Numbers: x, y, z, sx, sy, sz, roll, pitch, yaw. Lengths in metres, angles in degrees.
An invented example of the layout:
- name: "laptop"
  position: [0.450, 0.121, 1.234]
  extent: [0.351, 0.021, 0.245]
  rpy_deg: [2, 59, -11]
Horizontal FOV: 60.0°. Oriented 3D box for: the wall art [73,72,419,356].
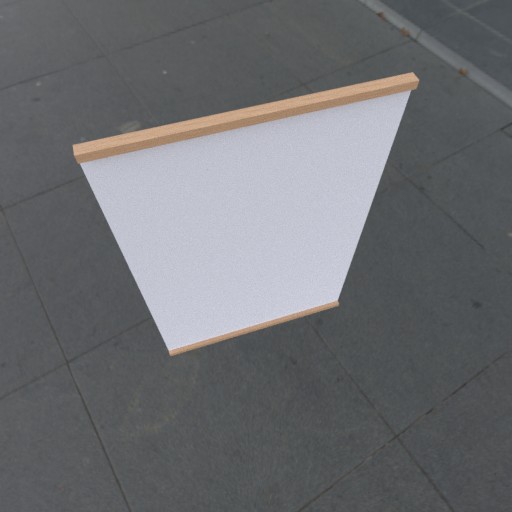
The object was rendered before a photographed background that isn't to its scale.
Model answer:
- name: "wall art"
  position: [0.000, 0.000, 0.755]
  extent: [0.401, 0.611, 0.016]
  rpy_deg: [-15, 59, -9]
